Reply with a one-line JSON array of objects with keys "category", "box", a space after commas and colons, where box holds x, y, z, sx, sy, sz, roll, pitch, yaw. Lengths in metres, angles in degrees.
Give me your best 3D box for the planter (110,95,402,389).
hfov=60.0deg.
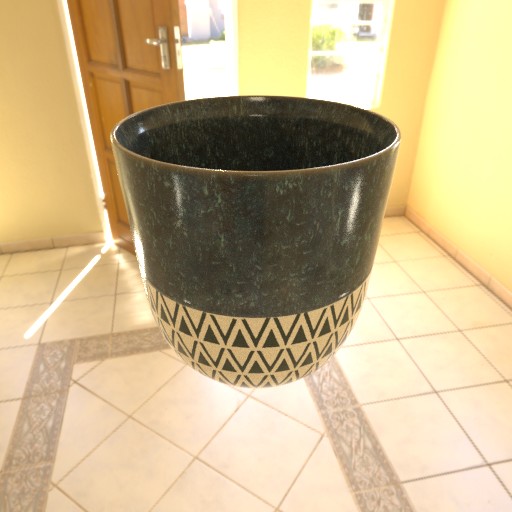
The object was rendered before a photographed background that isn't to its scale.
[{"category": "planter", "box": [0.000, 0.000, 0.362, 0.195, 0.214, 0.195, 0, 31, 0]}]
